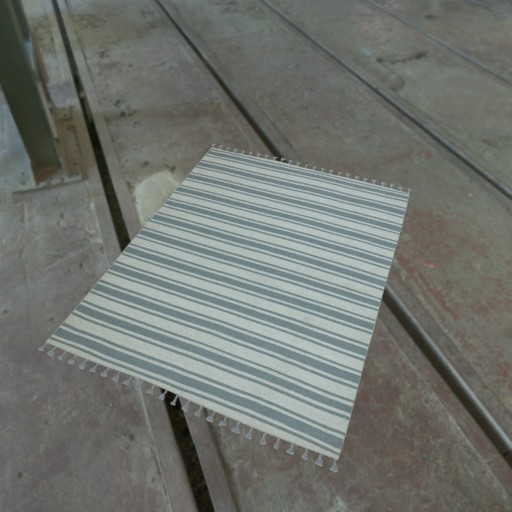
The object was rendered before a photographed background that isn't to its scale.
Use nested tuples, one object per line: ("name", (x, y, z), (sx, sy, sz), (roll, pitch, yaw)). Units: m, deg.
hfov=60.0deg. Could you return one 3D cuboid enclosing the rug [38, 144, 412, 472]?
("rug", (0.000, 0.000, 4.198), (2.439, 0.005, 3.201), (17, 49, 15))
